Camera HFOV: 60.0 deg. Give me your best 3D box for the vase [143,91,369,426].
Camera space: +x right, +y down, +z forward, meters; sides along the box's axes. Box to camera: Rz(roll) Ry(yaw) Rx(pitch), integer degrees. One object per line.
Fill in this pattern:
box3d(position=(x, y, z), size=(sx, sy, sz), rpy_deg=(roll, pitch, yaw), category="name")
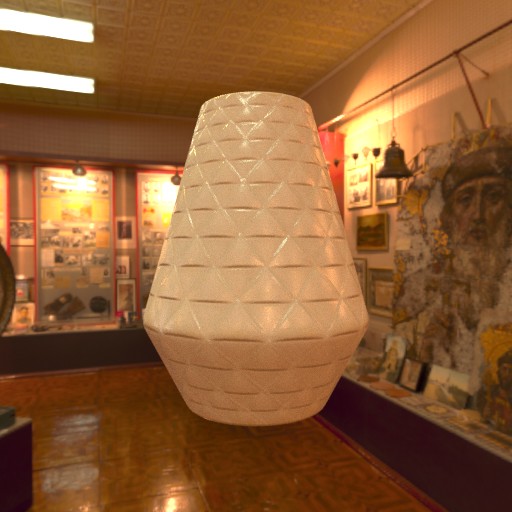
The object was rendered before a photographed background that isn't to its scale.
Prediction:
box3d(position=(0.000, 0.000, 0.353), size=(0.175, 0.230, 0.175), rpy_deg=(0, 1, 0), category="vase")
